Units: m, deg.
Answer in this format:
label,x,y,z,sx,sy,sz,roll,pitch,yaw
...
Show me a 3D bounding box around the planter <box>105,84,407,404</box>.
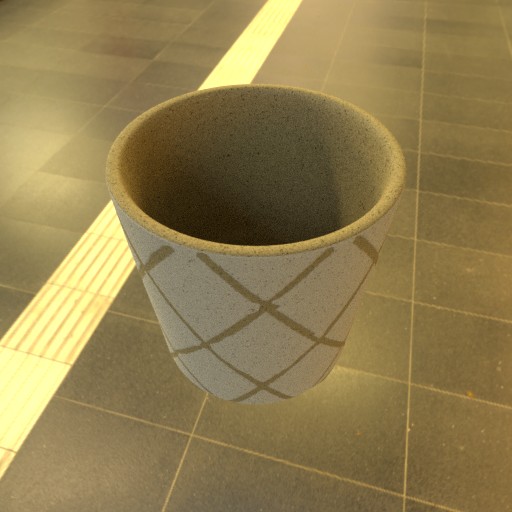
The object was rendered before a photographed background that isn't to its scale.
label,x,y,z,sx,sy,sz,roll,pitch,yaw
planter,0.000,0.000,0.358,0.191,0.199,0.191,0,46,0
